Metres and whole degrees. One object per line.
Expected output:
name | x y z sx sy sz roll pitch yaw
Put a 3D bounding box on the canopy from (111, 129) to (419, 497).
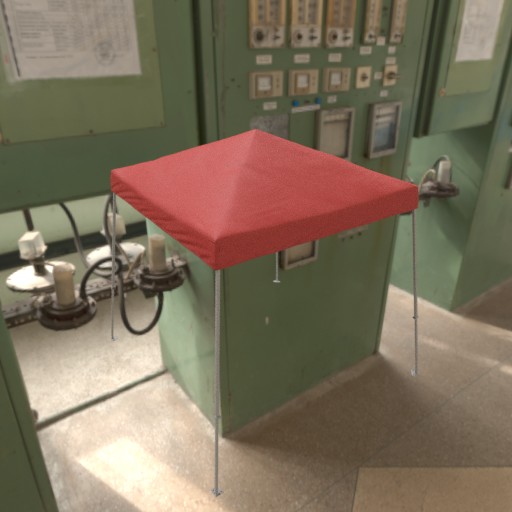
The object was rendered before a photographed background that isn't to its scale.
canopy | 0.000 0.000 6.445 3.599 3.600 3.600 -17 31 -31
